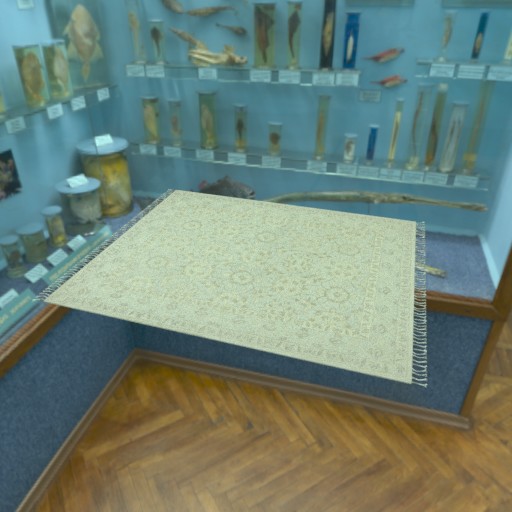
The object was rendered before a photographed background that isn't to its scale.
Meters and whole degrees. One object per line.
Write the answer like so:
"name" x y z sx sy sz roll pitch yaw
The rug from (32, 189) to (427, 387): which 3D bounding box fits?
"rug" 0.000 0.000 4.171 3.043 0.013 2.444 9 33 15
